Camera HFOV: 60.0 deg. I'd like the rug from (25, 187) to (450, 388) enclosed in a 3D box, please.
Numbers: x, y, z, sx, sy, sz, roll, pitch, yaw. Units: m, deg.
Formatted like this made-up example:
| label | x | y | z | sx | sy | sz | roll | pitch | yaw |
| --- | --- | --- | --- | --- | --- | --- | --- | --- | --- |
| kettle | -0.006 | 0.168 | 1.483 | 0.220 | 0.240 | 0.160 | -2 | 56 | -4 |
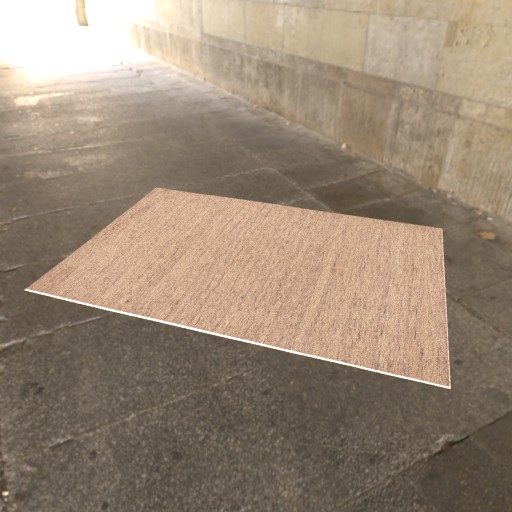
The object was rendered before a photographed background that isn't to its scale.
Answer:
| label | x | y | z | sx | sy | sz | roll | pitch | yaw |
| --- | --- | --- | --- | --- | --- | --- | --- | --- | --- |
| rug | 0.000 | 0.000 | 2.292 | 1.840 | 0.013 | 1.225 | 10 | 34 | 15 |
